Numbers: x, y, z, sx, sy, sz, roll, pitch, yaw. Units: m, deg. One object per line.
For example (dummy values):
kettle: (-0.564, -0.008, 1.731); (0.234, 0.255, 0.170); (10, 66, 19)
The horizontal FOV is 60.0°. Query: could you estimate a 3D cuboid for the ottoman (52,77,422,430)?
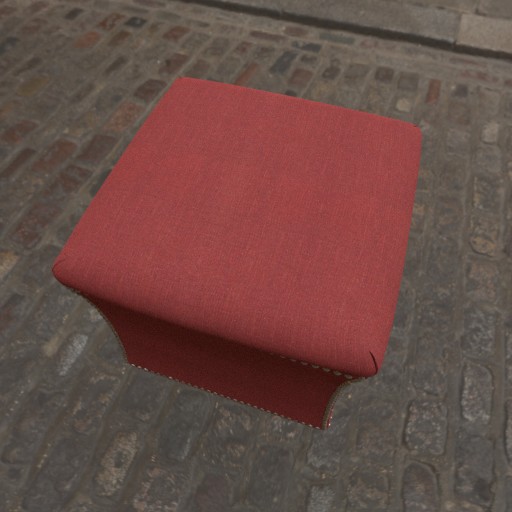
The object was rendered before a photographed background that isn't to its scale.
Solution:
ottoman: (0.000, 0.000, 0.895); (0.507, 0.475, 0.497); (16, 59, 10)
